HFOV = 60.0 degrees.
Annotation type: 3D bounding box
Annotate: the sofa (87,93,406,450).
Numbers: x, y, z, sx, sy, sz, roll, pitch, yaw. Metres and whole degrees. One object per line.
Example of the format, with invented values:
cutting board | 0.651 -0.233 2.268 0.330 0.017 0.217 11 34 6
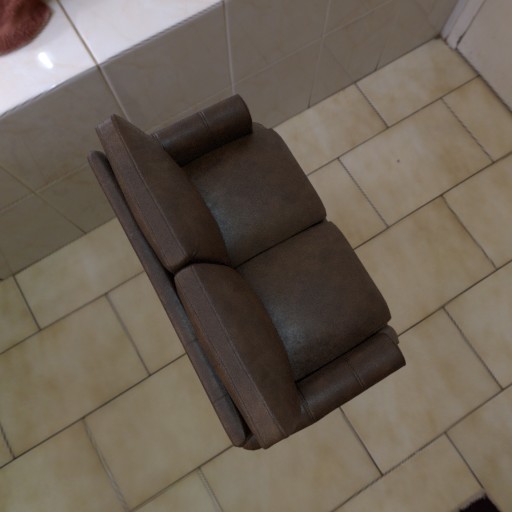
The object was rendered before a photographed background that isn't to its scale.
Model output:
sofa | 0.000 0.000 2.229 0.990 0.976 1.616 -29 78 -7
